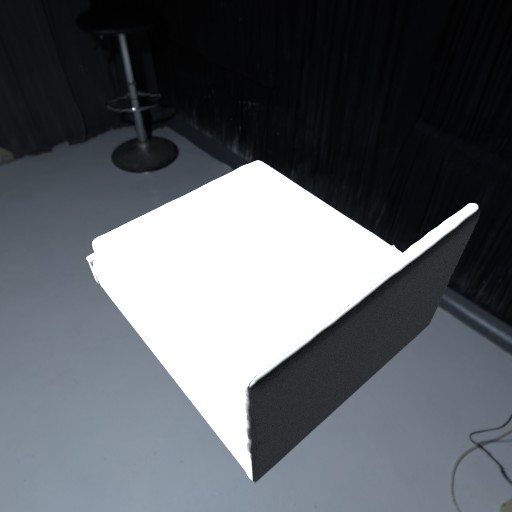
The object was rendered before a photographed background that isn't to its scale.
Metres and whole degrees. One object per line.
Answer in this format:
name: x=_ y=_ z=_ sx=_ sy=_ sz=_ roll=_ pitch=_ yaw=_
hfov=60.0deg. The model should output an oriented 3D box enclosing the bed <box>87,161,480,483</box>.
bed: x=0.000 y=0.000 z=3.670 sx=2.078 sy=1.427 sz=2.387 roll=-31 pitch=54 yaw=-27
